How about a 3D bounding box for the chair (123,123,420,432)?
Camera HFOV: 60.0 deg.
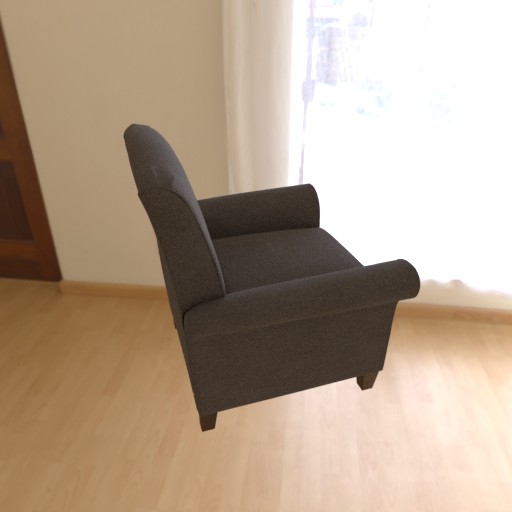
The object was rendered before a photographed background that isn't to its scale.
[{"bbox_3d":[0.000,0.000,1.832,0.905,1.061,0.978,-9,30,-16],"label":"chair"}]
